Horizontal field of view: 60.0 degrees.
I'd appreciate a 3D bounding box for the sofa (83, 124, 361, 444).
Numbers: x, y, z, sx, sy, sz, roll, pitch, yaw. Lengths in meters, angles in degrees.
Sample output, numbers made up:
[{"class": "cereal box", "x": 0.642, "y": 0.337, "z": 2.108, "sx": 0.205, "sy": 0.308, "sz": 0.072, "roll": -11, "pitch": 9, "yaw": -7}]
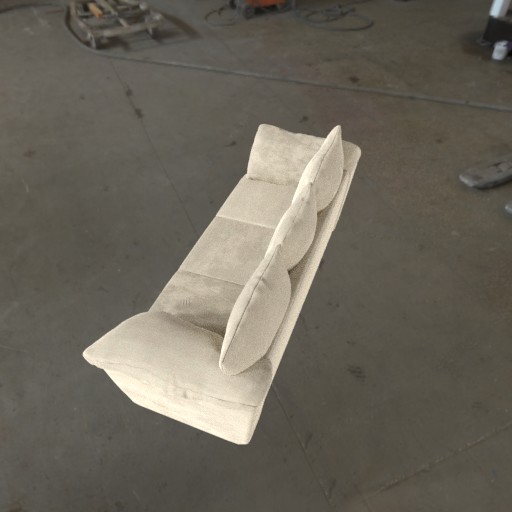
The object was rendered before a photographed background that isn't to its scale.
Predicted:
[{"class": "sofa", "x": 0.000, "y": 0.000, "z": 2.948, "sx": 0.893, "sy": 0.981, "sz": 2.377, "roll": 15, "pitch": 47, "yaw": 15}]
